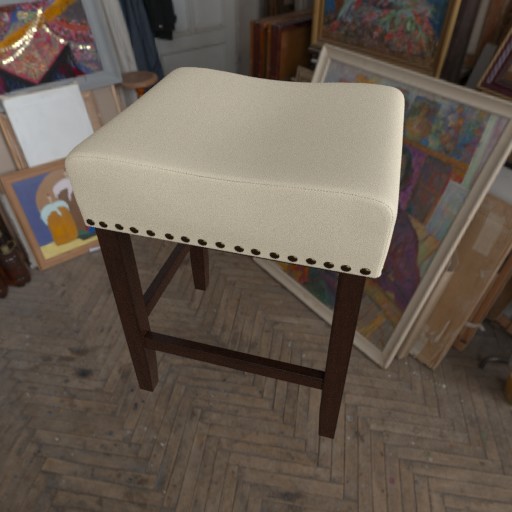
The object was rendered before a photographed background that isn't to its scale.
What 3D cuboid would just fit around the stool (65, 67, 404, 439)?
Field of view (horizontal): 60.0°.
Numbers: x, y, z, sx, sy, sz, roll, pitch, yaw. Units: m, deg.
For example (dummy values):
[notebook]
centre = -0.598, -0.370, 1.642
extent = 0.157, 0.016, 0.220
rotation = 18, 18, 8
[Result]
[stool]
centre = 0.000, 0.000, 0.911
extent = 0.471, 0.609, 0.401
rotation = 10, 41, 12
